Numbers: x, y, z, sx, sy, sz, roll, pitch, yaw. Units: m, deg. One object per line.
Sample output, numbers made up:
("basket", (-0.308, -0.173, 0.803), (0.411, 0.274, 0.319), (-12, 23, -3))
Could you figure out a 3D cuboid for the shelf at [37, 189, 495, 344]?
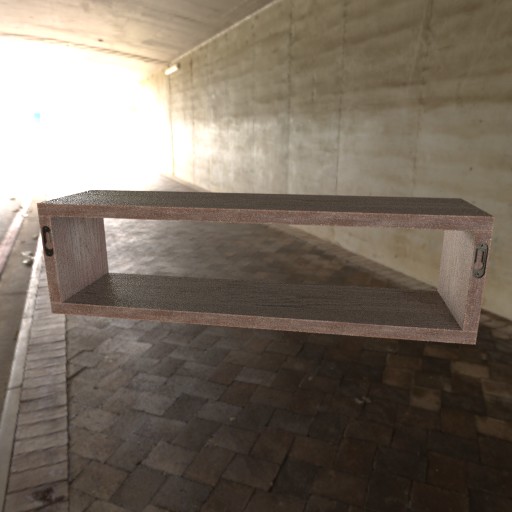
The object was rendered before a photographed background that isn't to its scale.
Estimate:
("shelf", (0.000, 0.000, 0.678), (0.610, 0.170, 0.150), (3, 16, 9))
